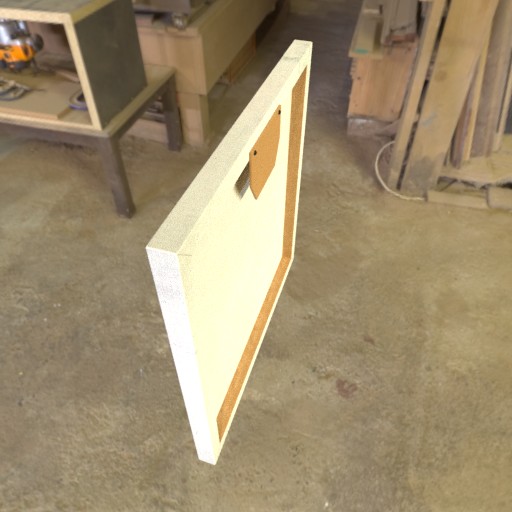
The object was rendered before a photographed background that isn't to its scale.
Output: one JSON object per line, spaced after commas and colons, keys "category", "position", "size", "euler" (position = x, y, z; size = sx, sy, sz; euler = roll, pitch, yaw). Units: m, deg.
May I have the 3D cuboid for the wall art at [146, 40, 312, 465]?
{"category": "wall art", "position": [0.000, 0.000, 0.875], "size": [0.044, 0.605, 0.605], "euler": [13, 47, 13]}
